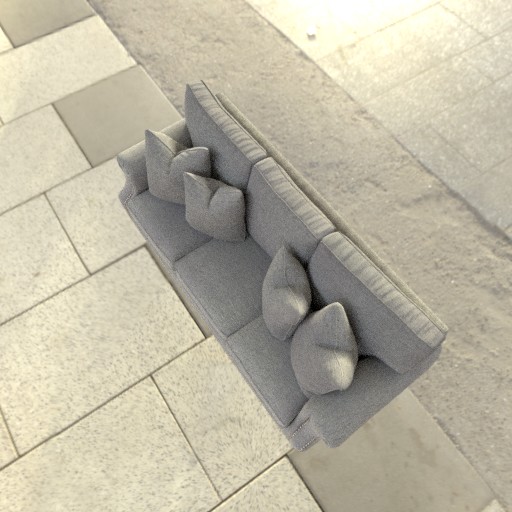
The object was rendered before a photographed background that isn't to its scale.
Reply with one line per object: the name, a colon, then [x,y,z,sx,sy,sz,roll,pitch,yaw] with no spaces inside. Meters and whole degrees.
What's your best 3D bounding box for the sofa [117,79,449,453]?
sofa: [0.000,0.000,2.830,0.965,0.975,2.312,-33,68,-15]
